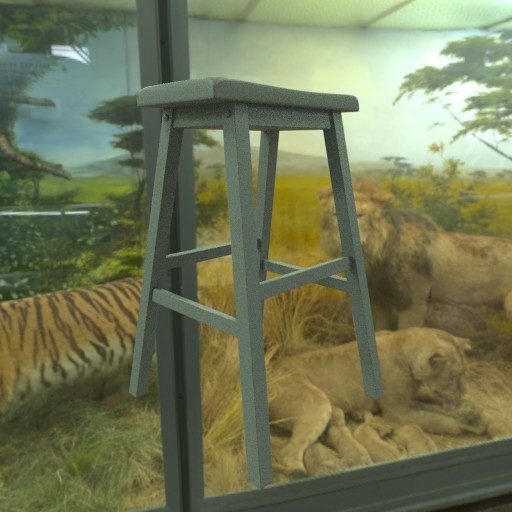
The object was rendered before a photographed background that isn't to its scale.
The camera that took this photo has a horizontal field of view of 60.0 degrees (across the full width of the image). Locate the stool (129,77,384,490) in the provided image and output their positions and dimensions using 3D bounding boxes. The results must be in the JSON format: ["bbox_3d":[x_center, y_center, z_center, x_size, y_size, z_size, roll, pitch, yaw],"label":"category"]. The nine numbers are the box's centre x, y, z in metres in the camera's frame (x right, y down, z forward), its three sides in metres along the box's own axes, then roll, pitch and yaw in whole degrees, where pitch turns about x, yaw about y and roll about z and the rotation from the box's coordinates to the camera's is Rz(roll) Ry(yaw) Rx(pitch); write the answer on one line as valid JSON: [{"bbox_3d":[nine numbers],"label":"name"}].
[{"bbox_3d":[0.000,0.000,1.057,0.476,0.737,0.457,14,20,43],"label":"stool"}]
